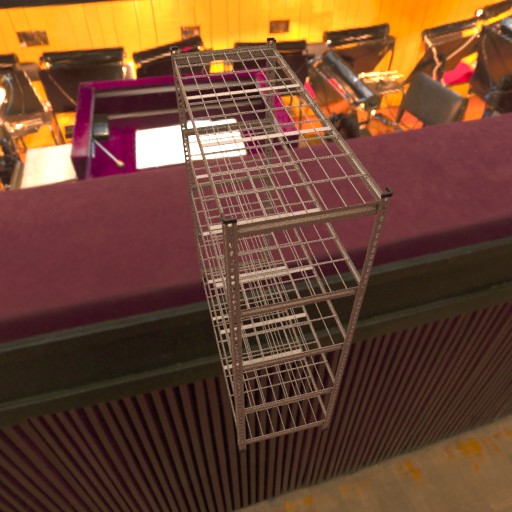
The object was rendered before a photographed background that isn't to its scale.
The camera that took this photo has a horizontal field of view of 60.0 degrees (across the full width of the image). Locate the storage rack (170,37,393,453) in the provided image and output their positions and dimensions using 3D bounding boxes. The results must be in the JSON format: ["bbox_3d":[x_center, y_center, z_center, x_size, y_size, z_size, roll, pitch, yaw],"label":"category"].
[{"bbox_3d":[0.000,0.000,2.718,0.610,1.981,1.524,-10,47,-10],"label":"storage rack"}]
